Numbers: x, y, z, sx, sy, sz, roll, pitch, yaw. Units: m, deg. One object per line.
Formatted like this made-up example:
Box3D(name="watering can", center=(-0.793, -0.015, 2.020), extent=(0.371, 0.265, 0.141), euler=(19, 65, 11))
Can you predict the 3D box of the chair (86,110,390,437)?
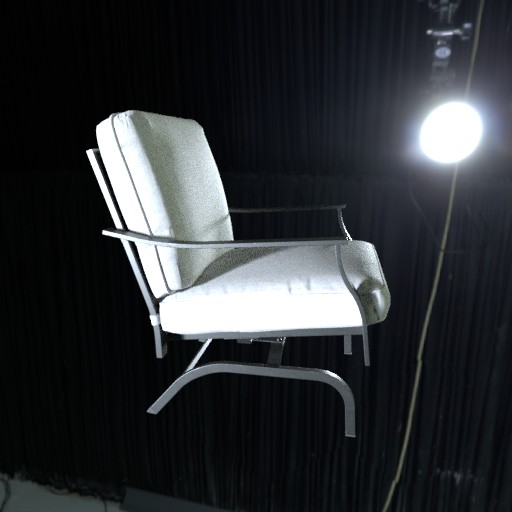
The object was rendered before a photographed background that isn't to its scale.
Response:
Box3D(name="chair", center=(0.000, 0.000, 1.410), extent=(0.787, 0.860, 0.650), euler=(3, 14, 10))
